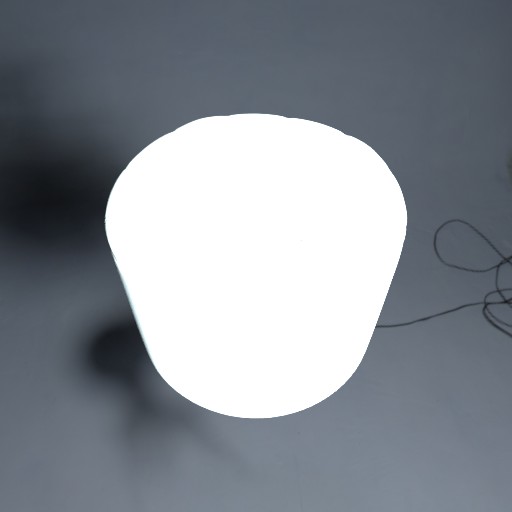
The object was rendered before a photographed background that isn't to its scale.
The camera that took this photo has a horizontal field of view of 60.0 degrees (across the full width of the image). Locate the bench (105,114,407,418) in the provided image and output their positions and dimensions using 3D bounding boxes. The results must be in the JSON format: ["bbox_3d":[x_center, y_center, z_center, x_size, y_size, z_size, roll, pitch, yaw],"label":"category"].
[{"bbox_3d":[0.000,0.000,1.026,0.600,0.453,0.600,0,48,0],"label":"bench"}]
